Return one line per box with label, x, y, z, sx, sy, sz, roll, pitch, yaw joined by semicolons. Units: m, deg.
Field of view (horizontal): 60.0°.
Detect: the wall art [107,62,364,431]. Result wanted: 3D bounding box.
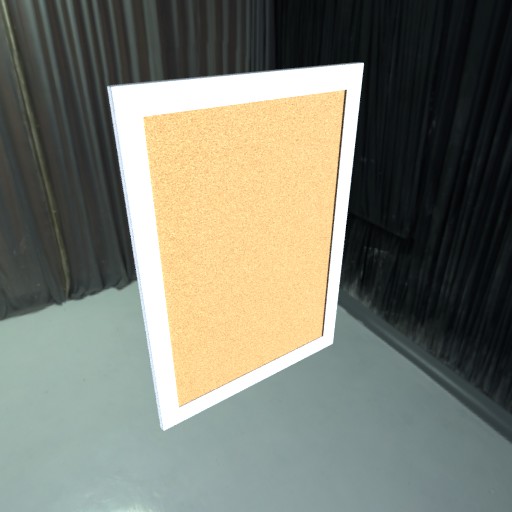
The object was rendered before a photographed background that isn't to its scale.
wall art;0.000;0.000;0.686;0.374;0.529;0.012;-19;35;-30
